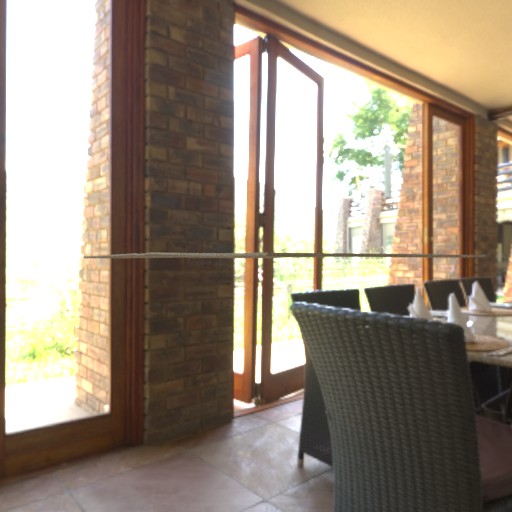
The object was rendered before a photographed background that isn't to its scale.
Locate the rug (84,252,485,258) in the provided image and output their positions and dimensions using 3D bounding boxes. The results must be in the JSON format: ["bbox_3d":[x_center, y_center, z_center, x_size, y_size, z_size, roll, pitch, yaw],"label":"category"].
[{"bbox_3d":[0.000,0.000,3.748,2.032,0.038,2.869,0,-1,-37],"label":"rug"}]
